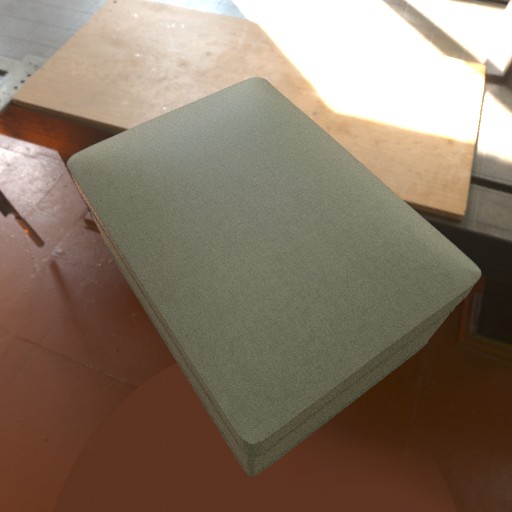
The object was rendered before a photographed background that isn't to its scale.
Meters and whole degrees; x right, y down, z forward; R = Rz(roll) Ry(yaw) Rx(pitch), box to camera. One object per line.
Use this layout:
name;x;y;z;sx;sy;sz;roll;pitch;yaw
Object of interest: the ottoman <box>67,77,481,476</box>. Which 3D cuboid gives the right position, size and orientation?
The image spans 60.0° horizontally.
ottoman;0.000;0.000;1.189;0.619;0.504;0.843;-30;62;-18
